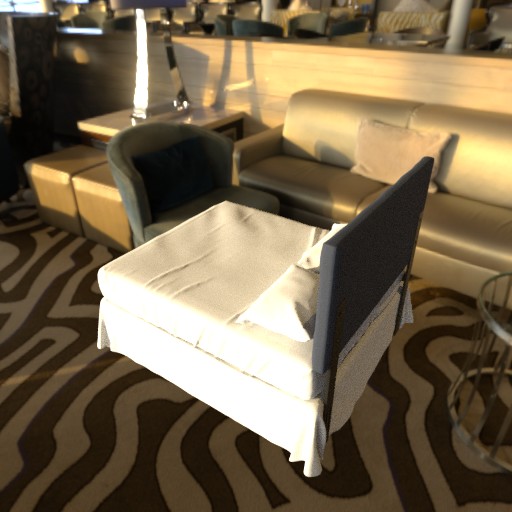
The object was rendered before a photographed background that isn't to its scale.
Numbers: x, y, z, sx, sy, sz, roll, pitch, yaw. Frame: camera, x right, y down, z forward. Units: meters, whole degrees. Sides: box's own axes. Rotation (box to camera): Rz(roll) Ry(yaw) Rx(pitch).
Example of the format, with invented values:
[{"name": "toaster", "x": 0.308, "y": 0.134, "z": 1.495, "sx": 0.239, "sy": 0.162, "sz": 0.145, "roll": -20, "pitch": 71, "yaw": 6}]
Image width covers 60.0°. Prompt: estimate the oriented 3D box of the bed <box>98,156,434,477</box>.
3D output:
[{"name": "bed", "x": 0.000, "y": 0.000, "z": 3.545, "sx": 2.222, "sy": 1.577, "sz": 1.936, "roll": 19, "pitch": 36, "yaw": 29}]
